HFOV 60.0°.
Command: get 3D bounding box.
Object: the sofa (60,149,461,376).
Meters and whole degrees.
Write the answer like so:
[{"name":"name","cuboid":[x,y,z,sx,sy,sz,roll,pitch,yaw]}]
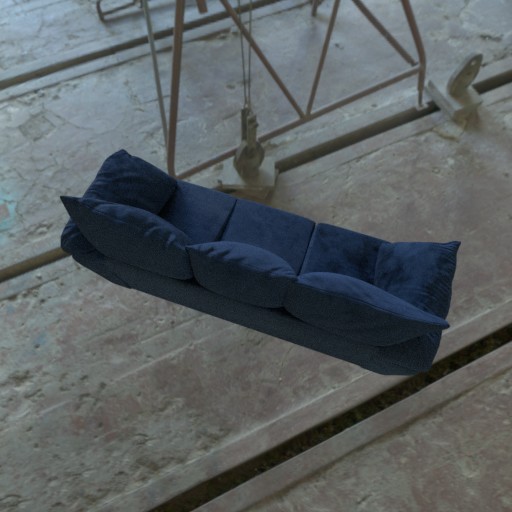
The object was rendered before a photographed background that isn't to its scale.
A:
[{"name":"sofa","cuboid":[0.000,0.000,2.889,2.390,1.091,0.907,17,66,8]}]
